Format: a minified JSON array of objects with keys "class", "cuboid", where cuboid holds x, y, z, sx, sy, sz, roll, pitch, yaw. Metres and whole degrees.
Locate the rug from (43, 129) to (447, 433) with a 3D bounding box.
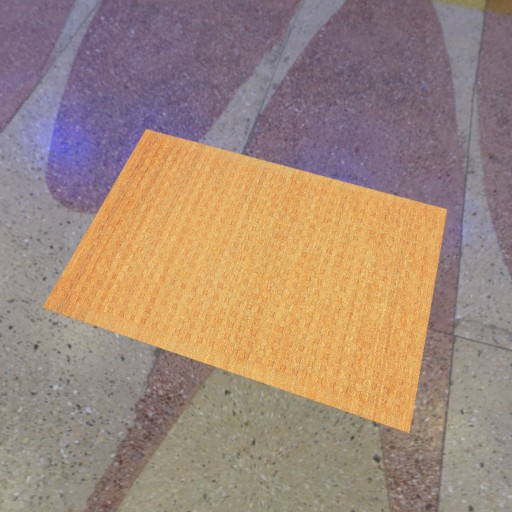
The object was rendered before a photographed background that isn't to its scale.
[{"class":"rug","cuboid":[0.000,0.000,2.915,2.285,0.006,1.524,17,65,8]}]
